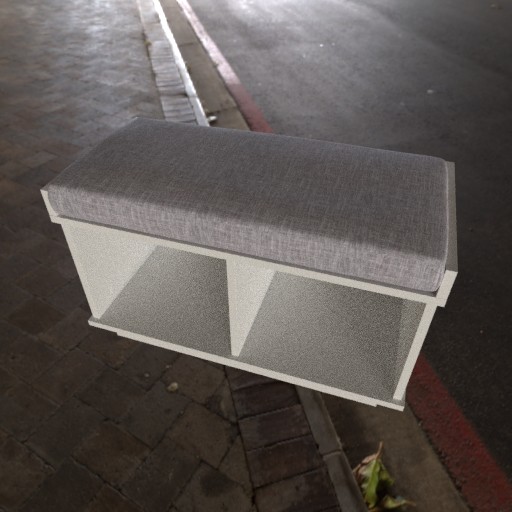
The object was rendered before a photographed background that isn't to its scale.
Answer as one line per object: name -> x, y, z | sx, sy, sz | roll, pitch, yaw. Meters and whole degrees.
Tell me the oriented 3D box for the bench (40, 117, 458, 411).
bench -> 0.000, 0.000, 0.991 | 0.734, 0.461, 0.362 | 12, 42, 14
